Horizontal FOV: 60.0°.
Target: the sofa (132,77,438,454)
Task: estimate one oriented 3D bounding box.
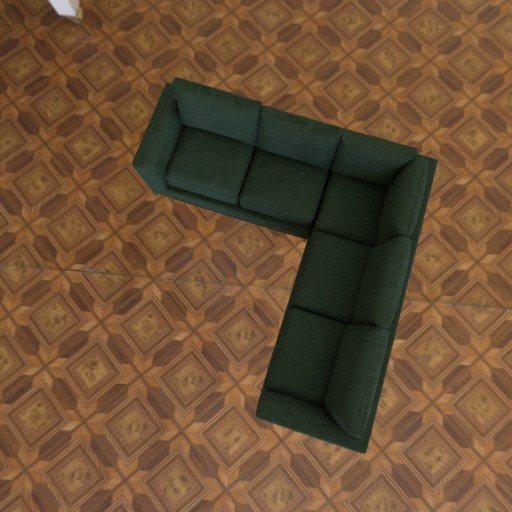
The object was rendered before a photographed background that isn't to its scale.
[{"bbox_3d":[0.000,0.000,3.806,2.468,1.004,2.452,17,77,4],"label":"sofa"}]
